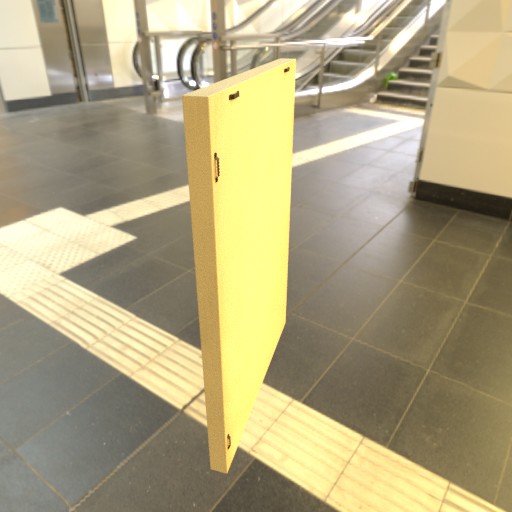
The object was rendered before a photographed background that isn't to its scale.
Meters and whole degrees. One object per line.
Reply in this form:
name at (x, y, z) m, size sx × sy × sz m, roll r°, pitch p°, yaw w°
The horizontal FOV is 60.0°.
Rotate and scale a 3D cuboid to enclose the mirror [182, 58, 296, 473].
mirror at (0.000, 0.000, 0.921) m, size 0.040 × 0.710 × 0.507 m, roll 8°, pitch 30°, yaw 14°
